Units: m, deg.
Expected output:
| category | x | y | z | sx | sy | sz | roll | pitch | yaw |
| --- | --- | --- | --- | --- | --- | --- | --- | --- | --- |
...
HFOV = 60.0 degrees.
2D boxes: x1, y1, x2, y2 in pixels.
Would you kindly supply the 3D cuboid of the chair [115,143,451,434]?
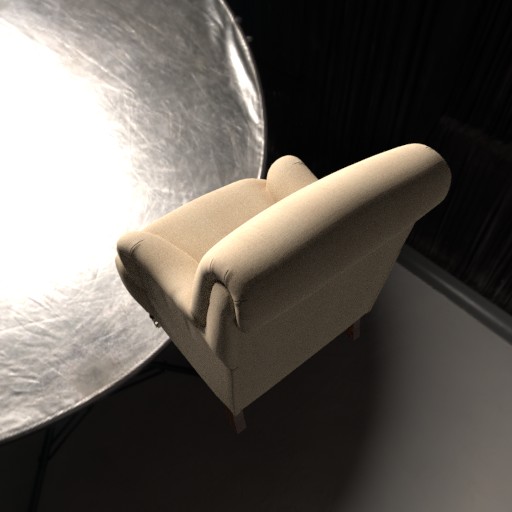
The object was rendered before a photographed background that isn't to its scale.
| category | x | y | z | sx | sy | sz | roll | pitch | yaw |
| --- | --- | --- | --- | --- | --- | --- | --- | --- | --- |
| chair | 0.000 | 0.000 | 1.547 | 0.766 | 0.944 | 0.842 | -31 | 54 | -26 |
